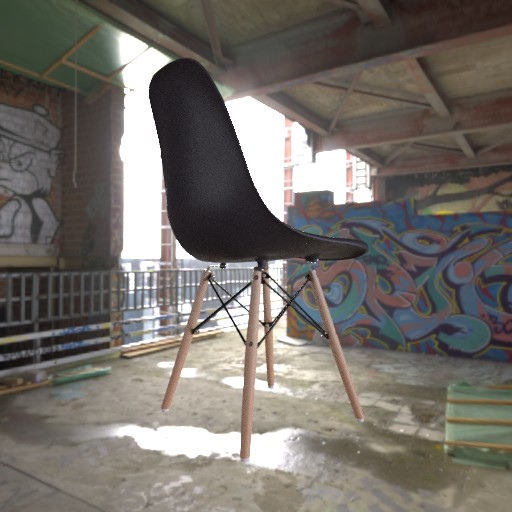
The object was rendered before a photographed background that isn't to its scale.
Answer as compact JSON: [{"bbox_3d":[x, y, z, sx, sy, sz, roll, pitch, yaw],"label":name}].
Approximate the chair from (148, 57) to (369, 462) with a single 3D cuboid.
[{"bbox_3d":[0.000,0.000,1.136,0.533,0.825,0.470,0,0,-37],"label":"chair"}]
